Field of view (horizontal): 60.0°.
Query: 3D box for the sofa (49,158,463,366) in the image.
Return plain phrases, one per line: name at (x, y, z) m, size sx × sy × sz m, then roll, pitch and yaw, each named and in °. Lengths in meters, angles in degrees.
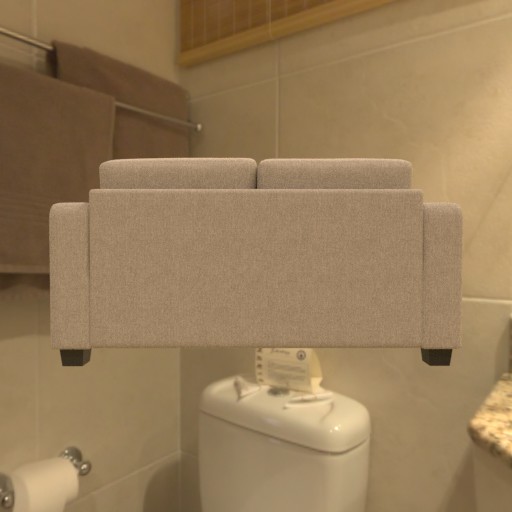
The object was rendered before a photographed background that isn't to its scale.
sofa at (0.000, 0.000, 2.057) m, size 1.540 × 0.800 × 0.900 m, roll 0°, pitch 1°, yaw 0°
